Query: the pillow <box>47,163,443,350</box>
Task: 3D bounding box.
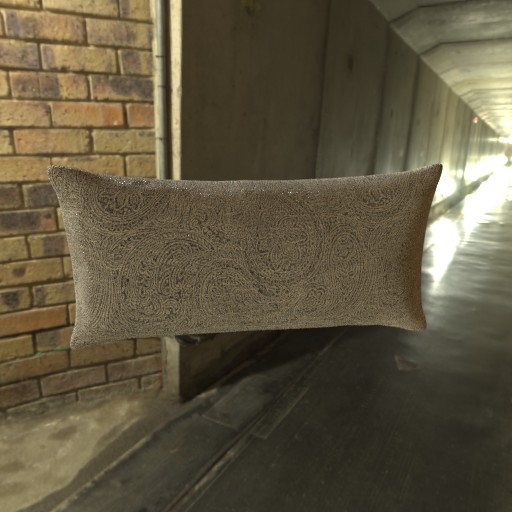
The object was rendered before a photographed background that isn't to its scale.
[{"bbox_3d":[0.000,0.000,0.723,0.615,0.295,0.151,-2,15,-7],"label":"pillow"}]
